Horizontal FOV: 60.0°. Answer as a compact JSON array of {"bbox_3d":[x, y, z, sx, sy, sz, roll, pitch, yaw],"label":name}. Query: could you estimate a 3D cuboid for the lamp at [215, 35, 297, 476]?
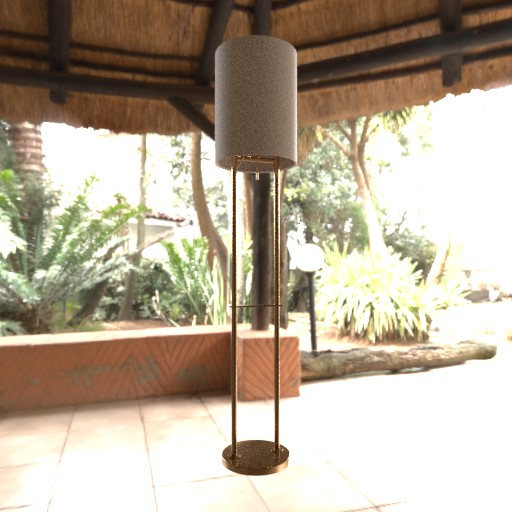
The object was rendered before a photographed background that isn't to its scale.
[{"bbox_3d":[0.000,0.000,1.646,0.306,1.500,0.305,0,-1,-18],"label":"lamp"}]
